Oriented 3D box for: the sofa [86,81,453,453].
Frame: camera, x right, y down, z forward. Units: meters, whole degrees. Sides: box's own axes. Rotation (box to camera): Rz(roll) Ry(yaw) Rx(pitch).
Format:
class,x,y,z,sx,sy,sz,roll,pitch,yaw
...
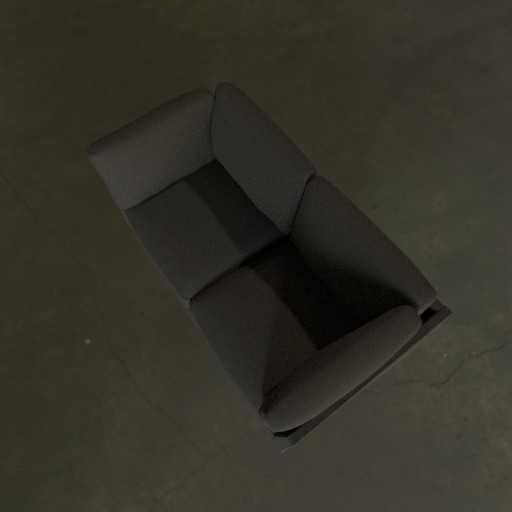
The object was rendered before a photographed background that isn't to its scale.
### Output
class,x,y,z,sx,sy,sz,roll,pitch,yaw
sofa,0.000,0.000,2.380,0.969,0.920,1.751,-32,66,-16
